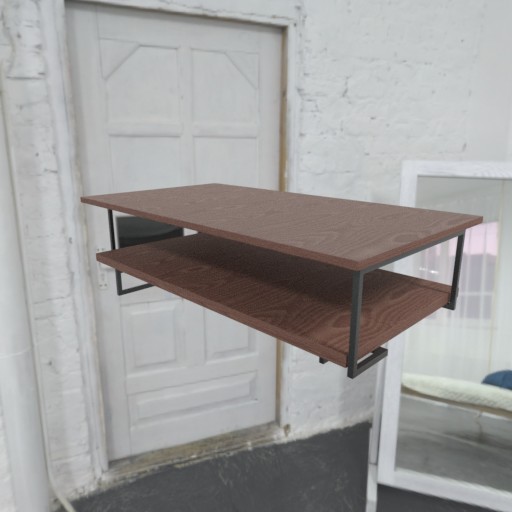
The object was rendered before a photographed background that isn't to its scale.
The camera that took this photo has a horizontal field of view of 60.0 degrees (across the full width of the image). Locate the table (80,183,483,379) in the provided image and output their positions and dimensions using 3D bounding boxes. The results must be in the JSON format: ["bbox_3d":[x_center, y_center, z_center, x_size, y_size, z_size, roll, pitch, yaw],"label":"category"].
[{"bbox_3d":[0.000,0.000,1.505,0.651,0.347,1.197,-15,22,-43],"label":"table"}]
